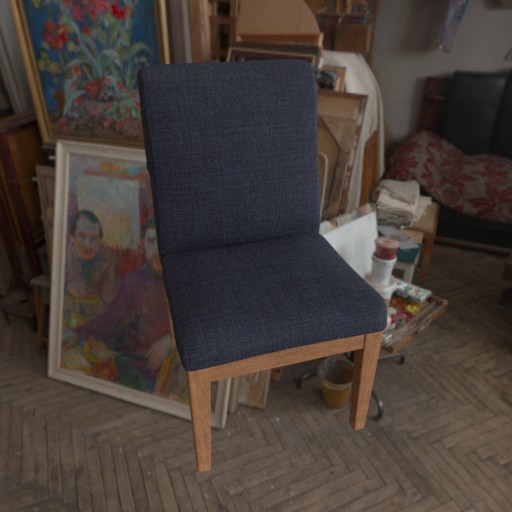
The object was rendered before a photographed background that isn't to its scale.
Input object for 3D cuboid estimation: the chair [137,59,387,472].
[{"bbox_3d":[0.000,0.000,1.200,0.507,0.911,0.586,-9,32,-14],"label":"chair"}]
